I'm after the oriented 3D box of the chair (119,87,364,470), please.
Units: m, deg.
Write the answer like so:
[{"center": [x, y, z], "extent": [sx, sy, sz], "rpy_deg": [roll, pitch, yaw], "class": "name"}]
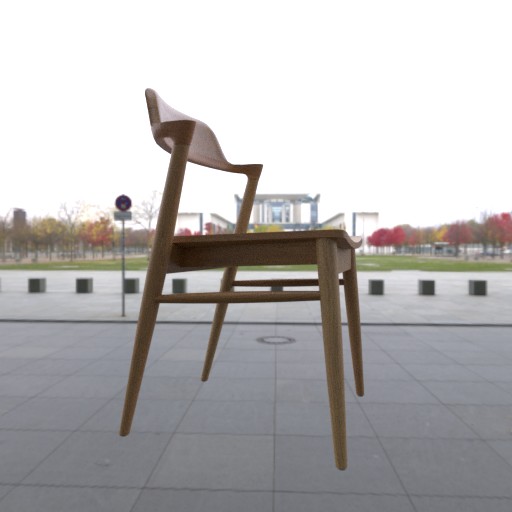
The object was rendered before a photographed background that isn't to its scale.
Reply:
[{"center": [0.000, 0.000, 1.108], "extent": [0.499, 0.792, 0.512], "rpy_deg": [0, 1, 18], "class": "chair"}]
